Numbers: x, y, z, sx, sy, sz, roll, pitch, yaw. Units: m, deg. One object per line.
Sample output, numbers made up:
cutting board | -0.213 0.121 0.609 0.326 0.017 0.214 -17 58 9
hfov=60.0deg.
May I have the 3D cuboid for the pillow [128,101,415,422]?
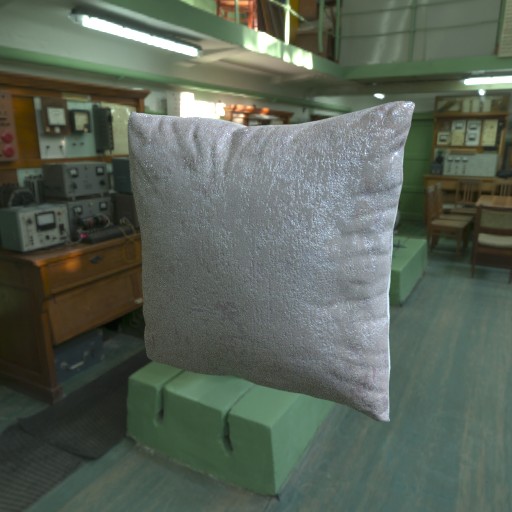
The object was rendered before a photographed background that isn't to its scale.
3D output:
pillow | 0.000 0.000 0.698 0.450 0.448 0.245 8 17 26
